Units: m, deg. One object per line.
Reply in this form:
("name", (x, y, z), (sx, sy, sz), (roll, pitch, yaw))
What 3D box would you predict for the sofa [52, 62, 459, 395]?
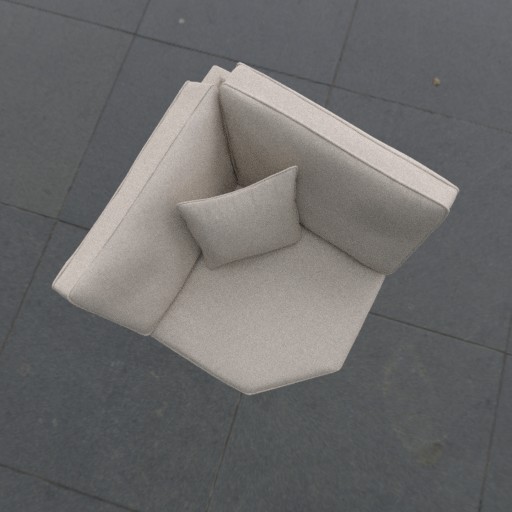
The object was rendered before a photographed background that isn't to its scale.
("sofa", (0.000, 0.000, 1.852), (1.042, 0.937, 1.050), (31, 78, 7))
